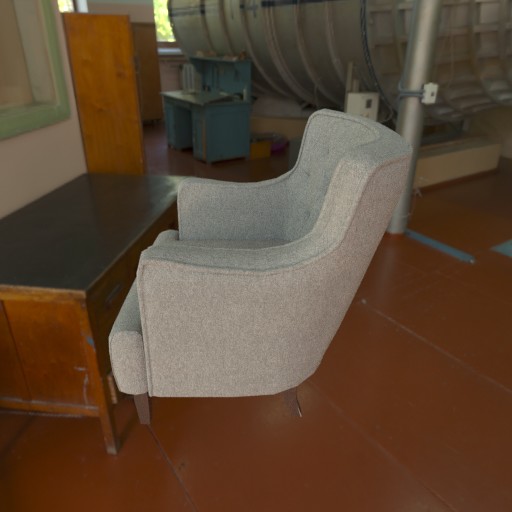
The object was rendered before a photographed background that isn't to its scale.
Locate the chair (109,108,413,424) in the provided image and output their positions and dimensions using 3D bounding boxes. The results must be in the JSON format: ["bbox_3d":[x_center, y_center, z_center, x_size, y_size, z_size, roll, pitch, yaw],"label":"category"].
[{"bbox_3d":[0.000,0.000,1.574,0.910,0.920,0.820,0,26,0],"label":"chair"}]
